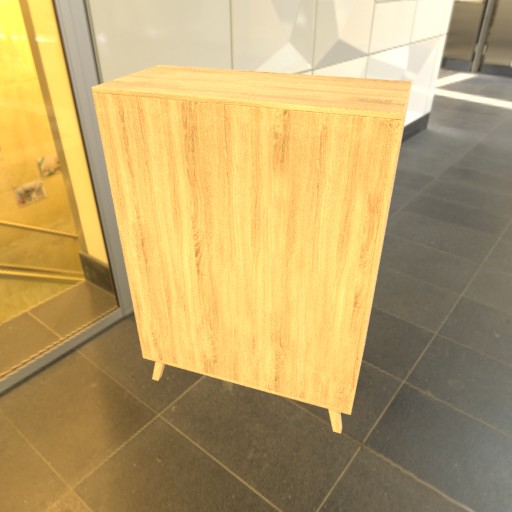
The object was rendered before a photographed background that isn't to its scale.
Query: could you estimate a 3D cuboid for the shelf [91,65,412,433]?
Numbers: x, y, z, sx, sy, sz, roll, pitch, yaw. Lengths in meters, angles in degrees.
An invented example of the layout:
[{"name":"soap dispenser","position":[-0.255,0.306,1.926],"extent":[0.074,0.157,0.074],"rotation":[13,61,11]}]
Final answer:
[{"name":"shelf","position":[0.000,0.000,1.884],"extent":[1.000,1.390,0.450],"rotation":[11,34,16]}]
